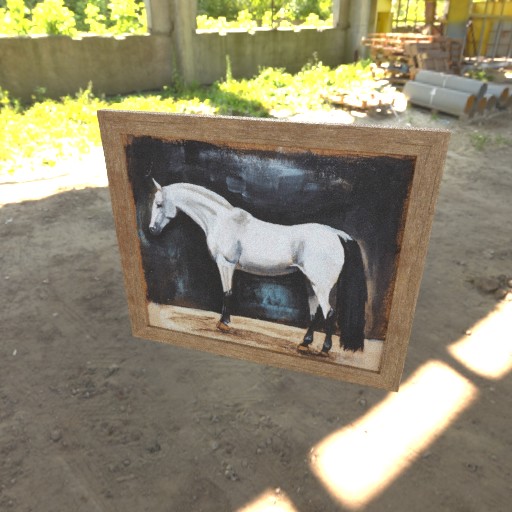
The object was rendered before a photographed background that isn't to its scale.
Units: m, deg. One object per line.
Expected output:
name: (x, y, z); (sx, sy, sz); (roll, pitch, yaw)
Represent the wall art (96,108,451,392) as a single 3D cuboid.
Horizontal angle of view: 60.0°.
wall art: (0.000, 0.000, 0.978); (0.690, 0.588, 0.026); (8, 29, 15)
